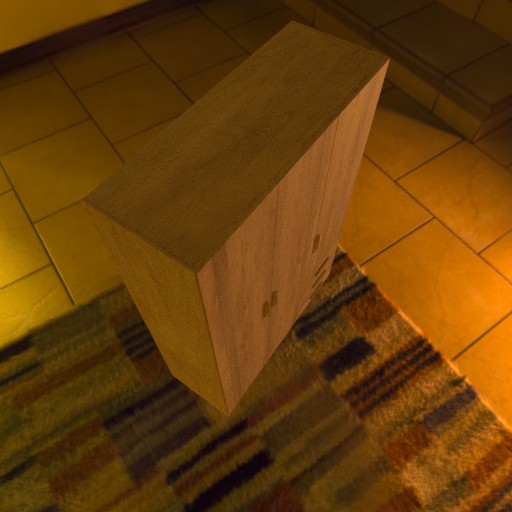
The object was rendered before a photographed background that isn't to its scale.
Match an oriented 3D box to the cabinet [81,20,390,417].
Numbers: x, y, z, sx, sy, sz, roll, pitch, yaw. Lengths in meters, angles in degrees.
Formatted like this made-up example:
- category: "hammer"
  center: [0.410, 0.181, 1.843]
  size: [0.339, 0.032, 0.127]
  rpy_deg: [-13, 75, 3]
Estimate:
- category: "cabinet"
  center: [0.000, 0.000, 2.478]
  size: [0.510, 1.910, 1.290]
  rpy_deg: [31, 63, 18]
